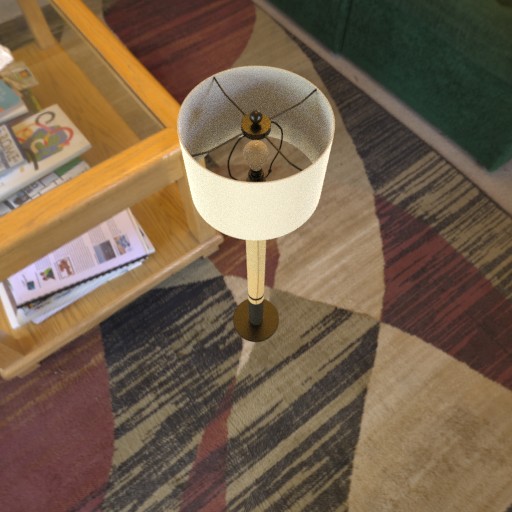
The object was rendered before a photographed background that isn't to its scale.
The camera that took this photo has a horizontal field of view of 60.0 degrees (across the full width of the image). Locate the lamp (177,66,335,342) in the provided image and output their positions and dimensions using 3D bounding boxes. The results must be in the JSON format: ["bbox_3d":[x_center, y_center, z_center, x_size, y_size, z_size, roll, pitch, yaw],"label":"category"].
[{"bbox_3d":[0.000,0.000,1.706,0.381,1.478,0.381,32,67,15],"label":"lamp"}]
